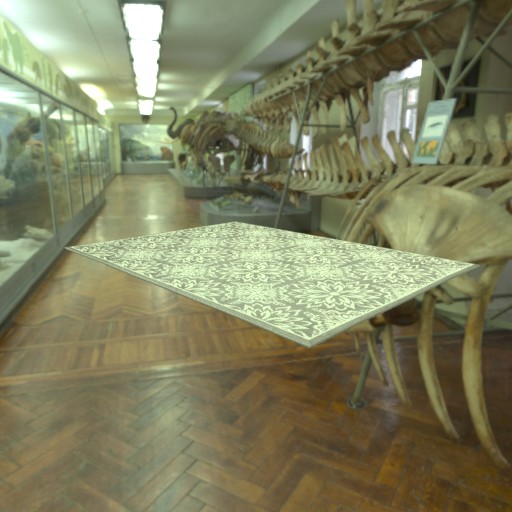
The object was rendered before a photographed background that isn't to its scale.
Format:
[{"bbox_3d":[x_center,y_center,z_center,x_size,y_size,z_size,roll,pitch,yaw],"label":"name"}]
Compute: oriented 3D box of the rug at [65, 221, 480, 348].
[{"bbox_3d":[0.000,0.000,2.886,1.608,0.014,2.213,-13,19,-42],"label":"rug"}]
